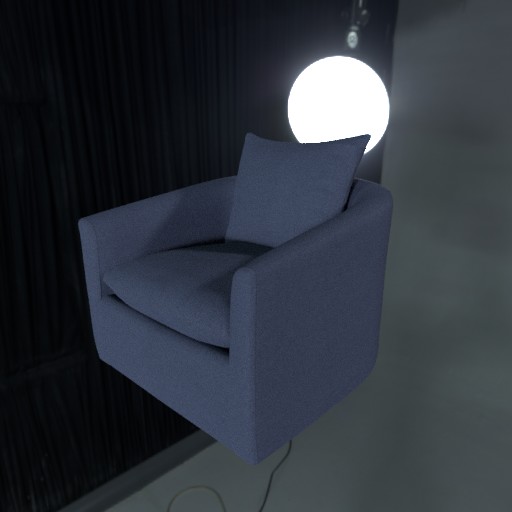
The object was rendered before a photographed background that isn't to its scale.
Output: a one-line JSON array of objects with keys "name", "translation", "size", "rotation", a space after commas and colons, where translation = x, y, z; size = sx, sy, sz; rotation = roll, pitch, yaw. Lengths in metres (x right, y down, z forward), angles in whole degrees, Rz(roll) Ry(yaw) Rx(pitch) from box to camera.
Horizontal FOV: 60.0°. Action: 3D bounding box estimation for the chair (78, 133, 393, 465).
[{"name": "chair", "translation": [0.000, 0.000, 1.594], "size": [0.845, 0.848, 0.910], "rotation": [15, 22, 41]}]
